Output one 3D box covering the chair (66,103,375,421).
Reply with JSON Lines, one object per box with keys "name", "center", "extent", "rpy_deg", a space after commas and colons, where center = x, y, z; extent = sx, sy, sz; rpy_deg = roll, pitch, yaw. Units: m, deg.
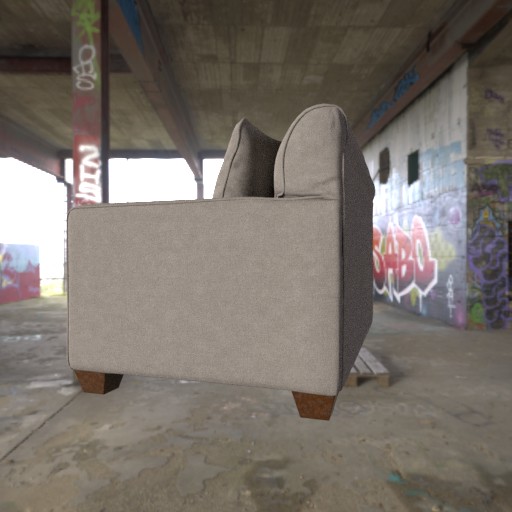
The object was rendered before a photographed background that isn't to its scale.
{"name": "chair", "center": [0.000, 0.000, 2.026], "extent": [0.992, 0.953, 1.395], "rpy_deg": [0, 0, 18]}
